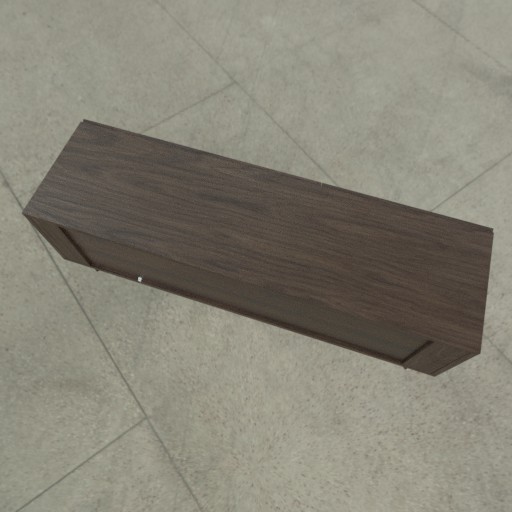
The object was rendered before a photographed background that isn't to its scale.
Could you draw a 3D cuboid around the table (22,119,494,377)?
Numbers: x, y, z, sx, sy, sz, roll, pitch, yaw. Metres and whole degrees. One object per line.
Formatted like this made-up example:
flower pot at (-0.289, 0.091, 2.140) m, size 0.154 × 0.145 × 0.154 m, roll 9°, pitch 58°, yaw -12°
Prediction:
table at (0.000, 0.000, 1.590) m, size 1.397 × 0.508 × 0.405 m, roll 17°, pitch 66°, yaw 8°
